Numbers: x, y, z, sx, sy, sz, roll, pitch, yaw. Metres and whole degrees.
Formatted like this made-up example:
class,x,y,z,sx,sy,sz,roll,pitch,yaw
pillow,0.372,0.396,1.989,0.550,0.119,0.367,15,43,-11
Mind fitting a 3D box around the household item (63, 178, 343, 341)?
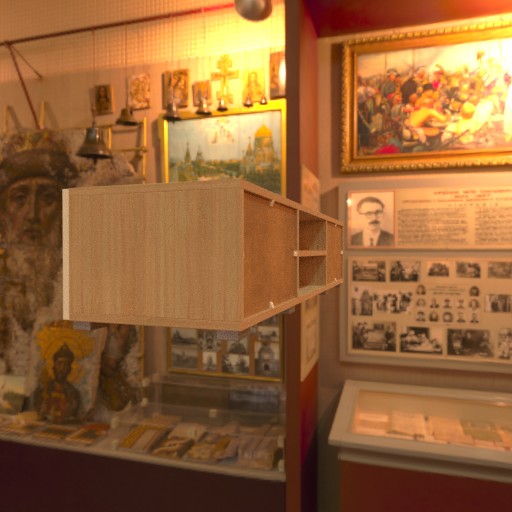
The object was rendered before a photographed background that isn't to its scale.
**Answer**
class,x,y,z,sx,sy,sz,roll,pitch,yaw
household item,0.000,0.000,1.569,0.420,0.310,1.400,0,1,19
